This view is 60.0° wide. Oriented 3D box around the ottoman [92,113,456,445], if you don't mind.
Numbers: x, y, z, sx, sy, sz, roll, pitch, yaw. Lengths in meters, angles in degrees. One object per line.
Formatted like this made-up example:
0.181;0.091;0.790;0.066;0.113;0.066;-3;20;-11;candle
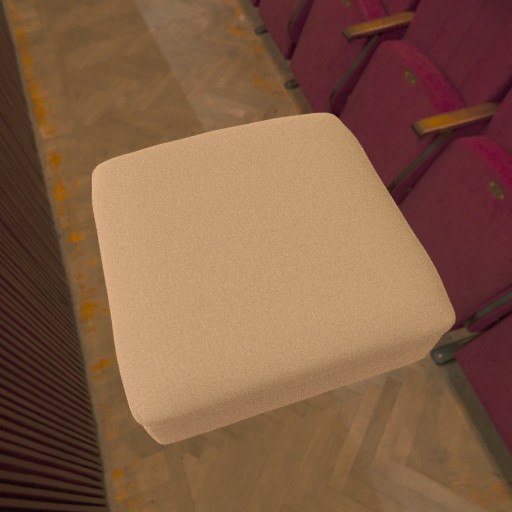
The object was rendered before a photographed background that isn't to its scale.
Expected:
0.000;0.000;1.557;0.996;0.467;0.977;-15;60;-9;ottoman
